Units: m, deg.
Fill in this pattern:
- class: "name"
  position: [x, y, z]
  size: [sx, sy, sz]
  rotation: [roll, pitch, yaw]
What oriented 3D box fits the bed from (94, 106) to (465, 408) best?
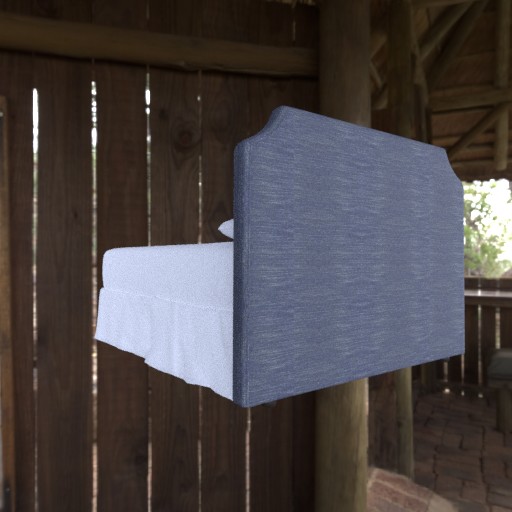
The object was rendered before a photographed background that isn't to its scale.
- class: "bed"
  position: [0.000, 0.000, 3.096]
  size: [1.693, 1.290, 2.116]
  rotation: [0, 0, -37]
